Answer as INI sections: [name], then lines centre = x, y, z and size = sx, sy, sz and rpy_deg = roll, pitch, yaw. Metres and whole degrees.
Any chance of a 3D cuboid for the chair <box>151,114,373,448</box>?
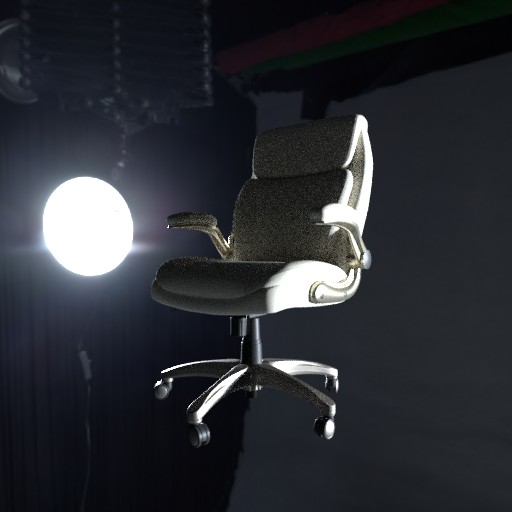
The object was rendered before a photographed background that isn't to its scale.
[chair]
centre = 0.000, 0.000, 1.637
size = 0.740, 1.110, 0.794
rpy_deg = 1, 2, 35
